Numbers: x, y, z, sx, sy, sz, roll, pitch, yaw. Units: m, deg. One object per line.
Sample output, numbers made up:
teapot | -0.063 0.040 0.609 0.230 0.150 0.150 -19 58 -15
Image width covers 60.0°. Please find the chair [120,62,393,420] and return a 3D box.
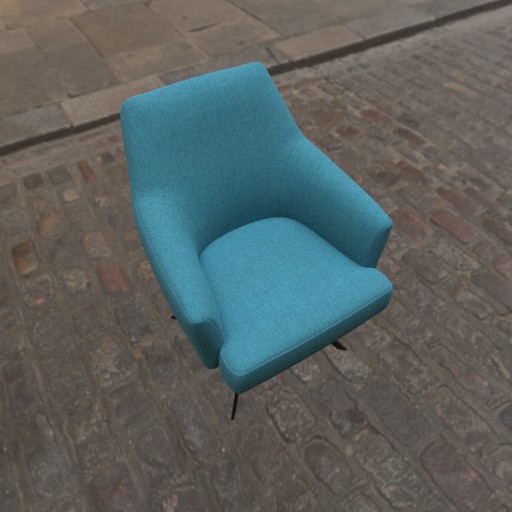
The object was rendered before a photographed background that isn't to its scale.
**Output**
chair | 0.000 0.000 1.358 0.642 0.874 0.677 -25 53 -21
